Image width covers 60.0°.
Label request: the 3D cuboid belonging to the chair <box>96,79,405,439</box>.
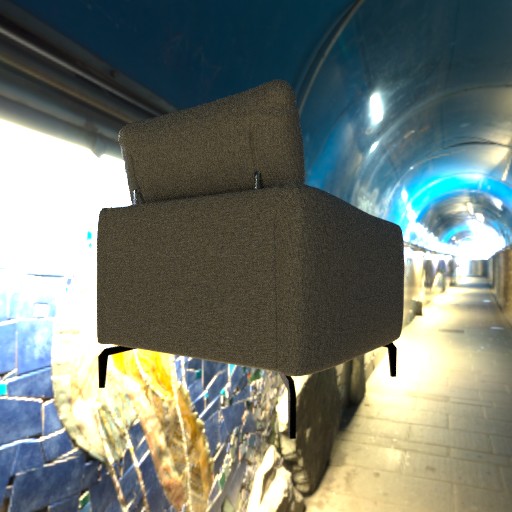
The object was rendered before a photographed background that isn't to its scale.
[{"bbox_3d":[0.000,0.000,1.720,0.972,0.967,0.835,-1,-2,36],"label":"chair"}]
